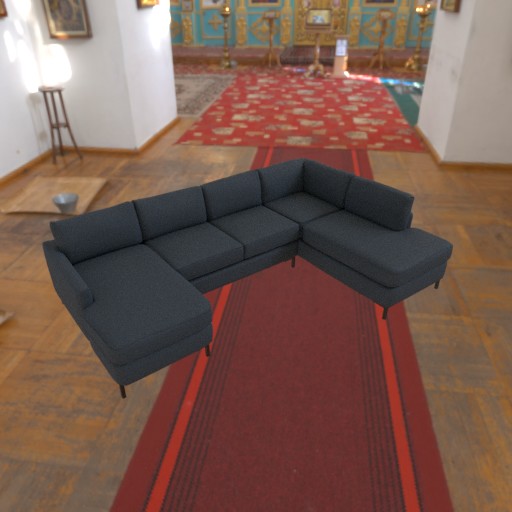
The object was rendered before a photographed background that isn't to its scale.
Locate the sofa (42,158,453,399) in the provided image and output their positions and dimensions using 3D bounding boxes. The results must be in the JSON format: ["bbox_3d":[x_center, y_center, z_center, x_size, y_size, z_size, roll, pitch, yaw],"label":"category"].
[{"bbox_3d":[0.000,0.000,3.832,2.975,0.858,1.984,-21,36,-32],"label":"sofa"}]
